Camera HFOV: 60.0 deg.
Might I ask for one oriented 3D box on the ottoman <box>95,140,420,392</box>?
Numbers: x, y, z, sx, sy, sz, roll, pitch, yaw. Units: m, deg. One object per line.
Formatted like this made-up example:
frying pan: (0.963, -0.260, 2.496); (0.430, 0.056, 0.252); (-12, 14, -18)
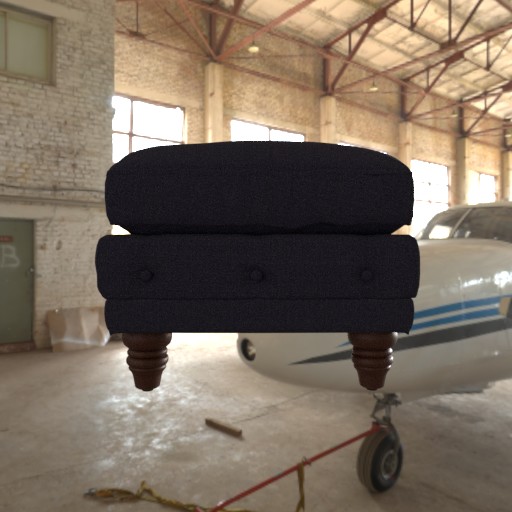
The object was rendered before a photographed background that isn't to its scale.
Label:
ottoman: (0.000, 0.000, 1.129); (0.558, 0.486, 0.767); (0, 1, -1)
